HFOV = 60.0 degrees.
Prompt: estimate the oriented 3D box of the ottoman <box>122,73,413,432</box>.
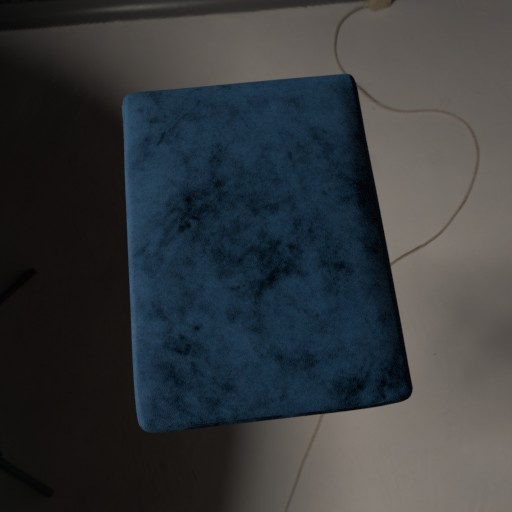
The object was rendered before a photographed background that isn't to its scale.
[{"bbox_3d":[0.000,0.000,1.153,0.572,0.503,0.773,-6,76,-1],"label":"ottoman"}]
